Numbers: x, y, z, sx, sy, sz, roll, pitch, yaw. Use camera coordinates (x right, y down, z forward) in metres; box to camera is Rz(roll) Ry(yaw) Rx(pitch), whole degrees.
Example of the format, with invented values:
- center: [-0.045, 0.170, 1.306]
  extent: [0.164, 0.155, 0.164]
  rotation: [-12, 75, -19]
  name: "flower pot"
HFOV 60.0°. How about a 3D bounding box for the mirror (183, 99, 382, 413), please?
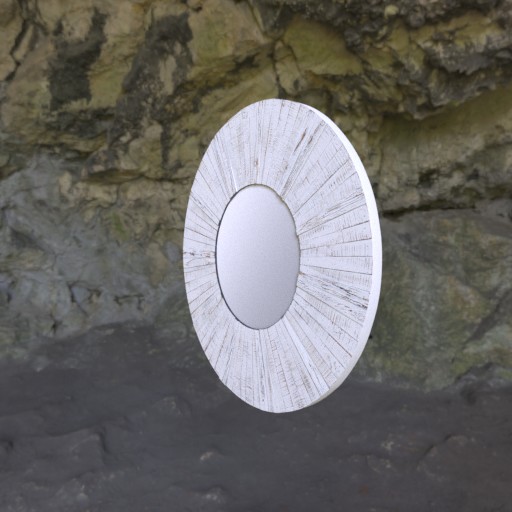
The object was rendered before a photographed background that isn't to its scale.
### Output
- center: [0.000, 0.000, 1.354]
  extent: [0.038, 0.914, 0.914]
  rotation: [-1, 2, -36]
  name: "mirror"
